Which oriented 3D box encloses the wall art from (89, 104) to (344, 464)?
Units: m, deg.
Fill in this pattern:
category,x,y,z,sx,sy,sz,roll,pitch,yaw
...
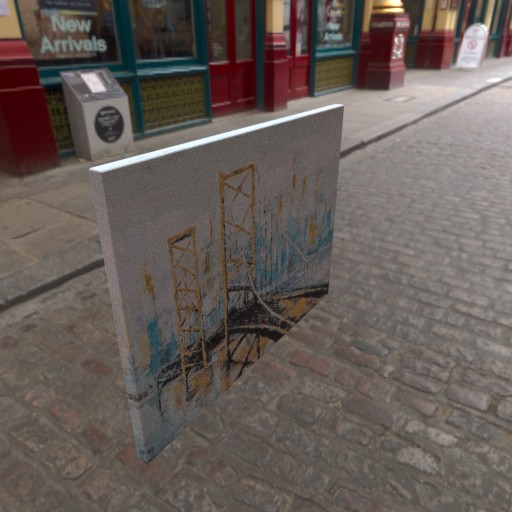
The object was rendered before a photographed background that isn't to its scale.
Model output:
category,x,y,z,sx,sy,sz,roll,pitch,yaw
wall art,0.000,0.000,1.337,0.038,0.762,1.016,17,31,31
